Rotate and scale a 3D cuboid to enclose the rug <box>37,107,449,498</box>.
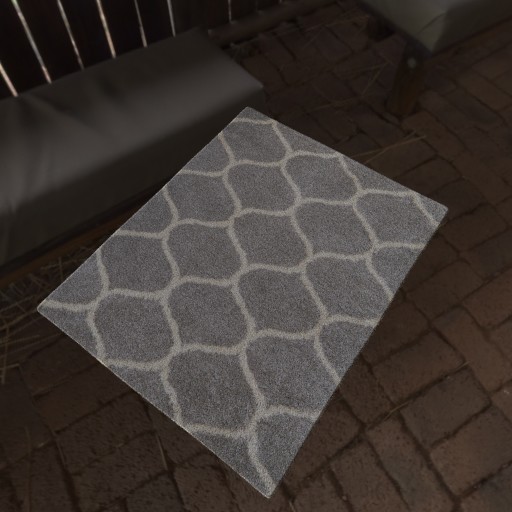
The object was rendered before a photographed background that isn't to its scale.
[{"bbox_3d":[0.000,0.000,3.971,2.399,0.026,3.000,32,65,17],"label":"rug"}]
